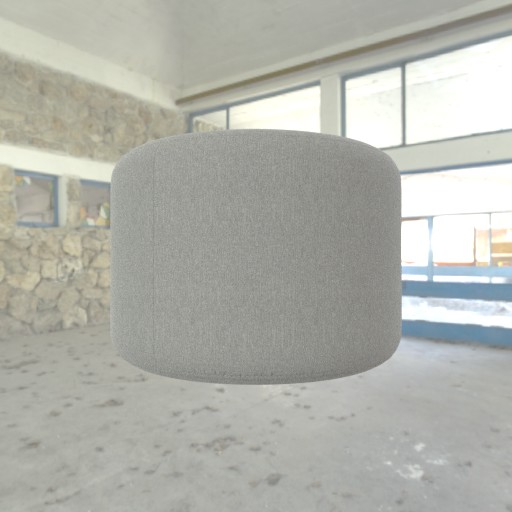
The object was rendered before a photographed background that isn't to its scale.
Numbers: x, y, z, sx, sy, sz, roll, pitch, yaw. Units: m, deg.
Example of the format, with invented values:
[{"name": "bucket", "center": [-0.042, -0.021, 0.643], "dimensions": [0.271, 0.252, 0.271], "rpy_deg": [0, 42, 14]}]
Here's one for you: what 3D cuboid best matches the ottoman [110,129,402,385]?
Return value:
[{"name": "ottoman", "center": [0.000, 0.000, 0.973], "dimensions": [0.608, 0.433, 0.608], "rpy_deg": [0, 0, 0]}]
